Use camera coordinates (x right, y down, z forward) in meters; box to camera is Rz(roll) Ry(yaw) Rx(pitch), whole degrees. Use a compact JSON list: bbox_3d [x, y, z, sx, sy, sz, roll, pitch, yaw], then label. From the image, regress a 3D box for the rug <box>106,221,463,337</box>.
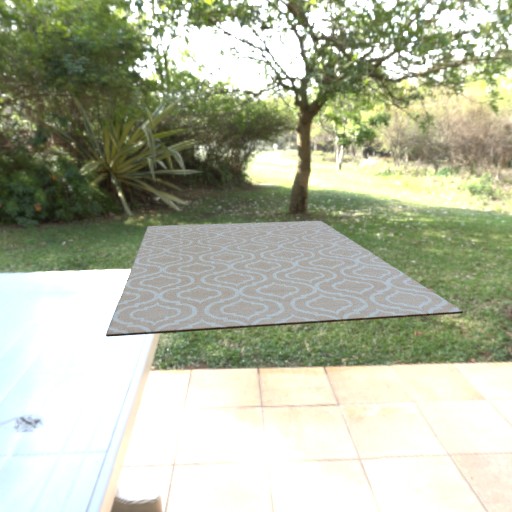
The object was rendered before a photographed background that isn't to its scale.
[{"bbox_3d":[0.000,0.000,2.855,1.524,0.010,2.134,-2,16,-9],"label":"rug"}]
